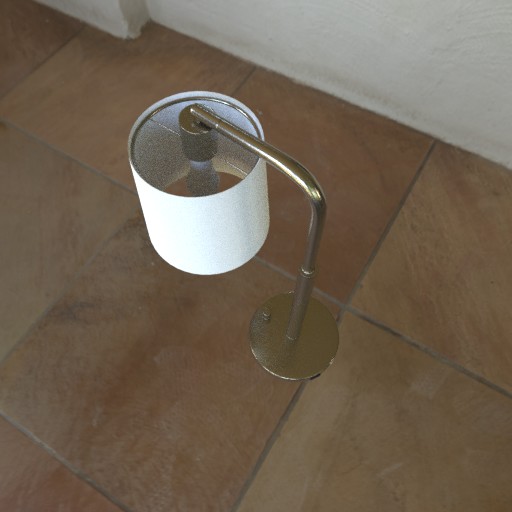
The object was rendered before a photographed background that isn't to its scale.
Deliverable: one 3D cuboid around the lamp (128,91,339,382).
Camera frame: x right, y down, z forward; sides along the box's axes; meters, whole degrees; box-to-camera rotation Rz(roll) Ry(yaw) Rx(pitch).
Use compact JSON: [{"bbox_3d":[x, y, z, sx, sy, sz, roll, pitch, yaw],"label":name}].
[{"bbox_3d":[0.000,0.000,0.630,0.333,0.489,0.171,31,67,15],"label":"lamp"}]
